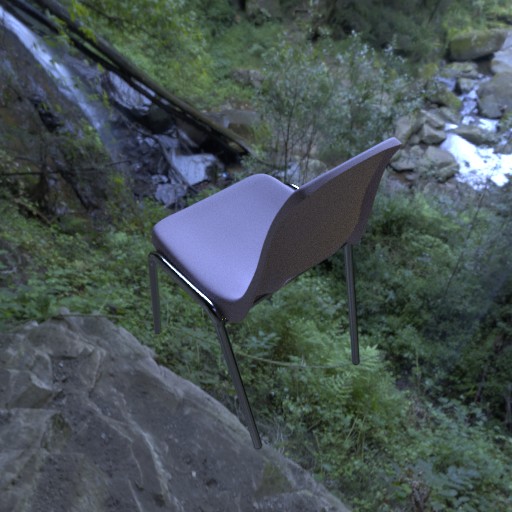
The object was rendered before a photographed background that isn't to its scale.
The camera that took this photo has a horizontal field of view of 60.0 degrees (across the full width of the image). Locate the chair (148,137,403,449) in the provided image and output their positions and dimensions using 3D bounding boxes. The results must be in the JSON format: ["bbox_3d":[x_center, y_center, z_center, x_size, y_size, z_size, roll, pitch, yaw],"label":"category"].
[{"bbox_3d":[0.000,0.000,0.950,0.381,0.704,0.436,-31,54,-26],"label":"chair"}]
